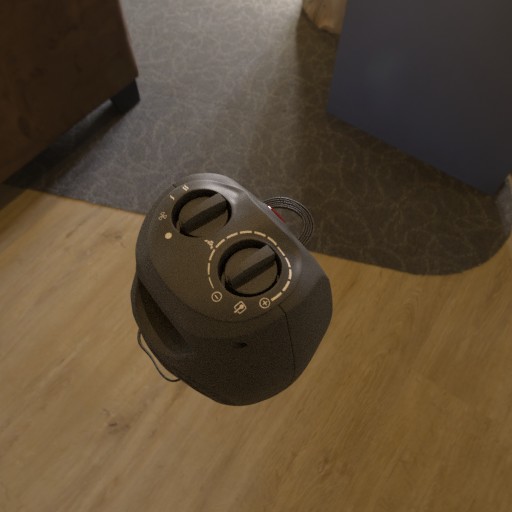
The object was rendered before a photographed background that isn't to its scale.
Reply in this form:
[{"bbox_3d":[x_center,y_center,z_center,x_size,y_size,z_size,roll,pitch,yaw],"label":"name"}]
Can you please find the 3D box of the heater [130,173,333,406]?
[{"bbox_3d":[0.000,0.000,0.460,0.291,0.240,0.239,-34,66,-18],"label":"heater"}]
